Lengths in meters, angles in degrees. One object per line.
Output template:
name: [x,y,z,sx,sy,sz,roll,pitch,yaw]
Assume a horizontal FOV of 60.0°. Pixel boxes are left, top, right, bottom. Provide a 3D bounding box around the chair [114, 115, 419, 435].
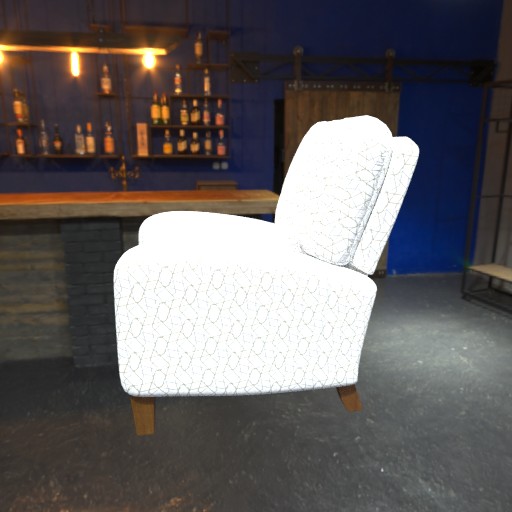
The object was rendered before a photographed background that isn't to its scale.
chair: [0.000,0.000,1.788,0.995,1.064,0.796,-2,14,-8]
